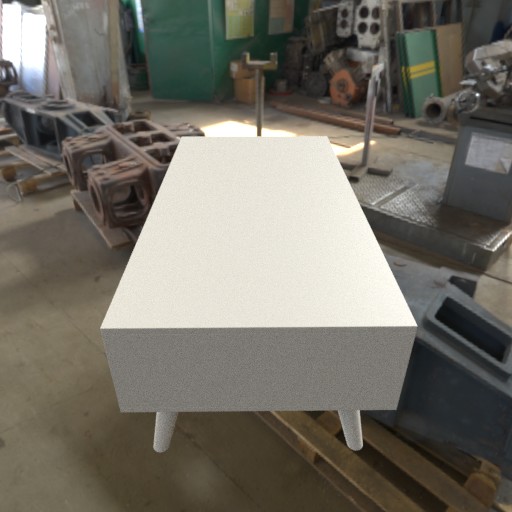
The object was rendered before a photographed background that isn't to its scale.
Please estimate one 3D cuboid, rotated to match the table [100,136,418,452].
[{"bbox_3d":[0.000,0.000,1.468,0.609,0.432,1.194,0,32,-1],"label":"table"}]
